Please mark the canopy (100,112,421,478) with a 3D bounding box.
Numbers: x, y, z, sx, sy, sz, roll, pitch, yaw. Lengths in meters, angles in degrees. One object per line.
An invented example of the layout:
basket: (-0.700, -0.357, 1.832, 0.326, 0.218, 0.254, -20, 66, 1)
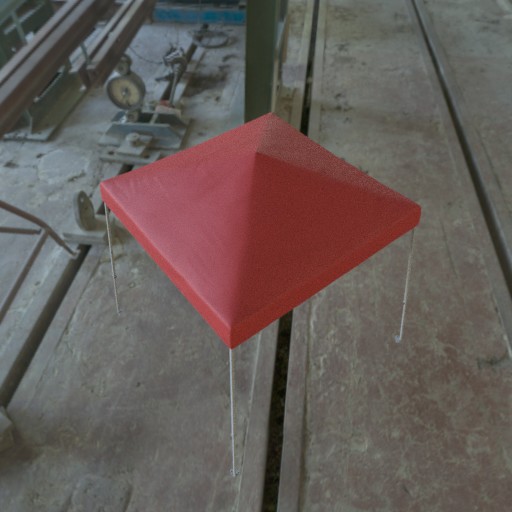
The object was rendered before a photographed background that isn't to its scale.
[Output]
canopy: (0.000, 0.000, 6.552, 3.600, 3.600, 3.599, -30, 54, -25)
